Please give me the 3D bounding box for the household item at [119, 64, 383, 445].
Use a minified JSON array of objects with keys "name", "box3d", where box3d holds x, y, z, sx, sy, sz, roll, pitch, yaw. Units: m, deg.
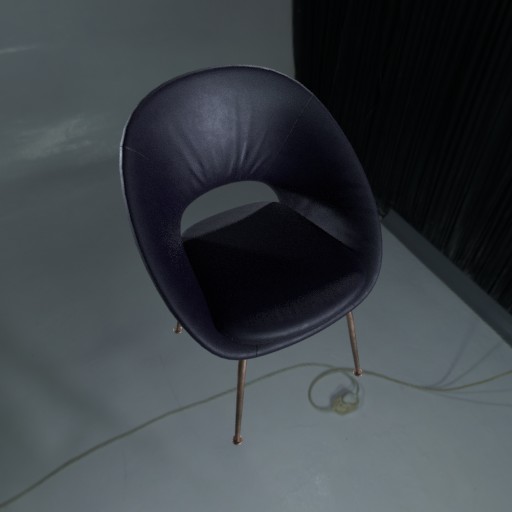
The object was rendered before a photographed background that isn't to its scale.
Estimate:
[{"name":"household item","box3d":[0.000,0.000,1.235,0.623,0.852,0.573,-22,49,-20]}]
